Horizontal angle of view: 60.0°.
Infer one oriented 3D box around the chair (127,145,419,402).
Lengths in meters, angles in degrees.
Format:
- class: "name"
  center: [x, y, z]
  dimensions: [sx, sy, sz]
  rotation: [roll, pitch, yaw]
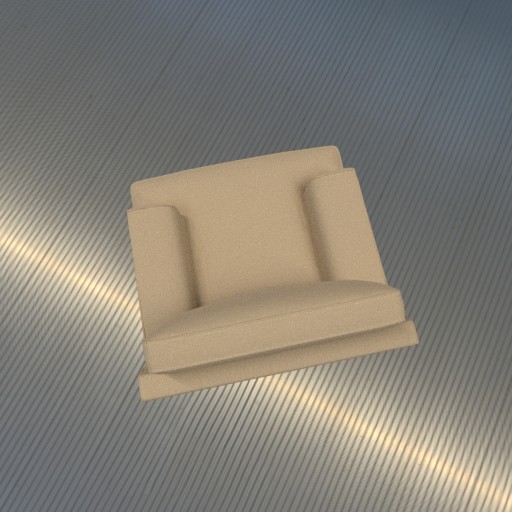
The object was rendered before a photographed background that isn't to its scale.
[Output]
- class: "chair"
  center: [0.000, 0.000, 2.198]
  dimensions: [1.293, 1.005, 1.274]
  rotation: [-18, 77, -5]
